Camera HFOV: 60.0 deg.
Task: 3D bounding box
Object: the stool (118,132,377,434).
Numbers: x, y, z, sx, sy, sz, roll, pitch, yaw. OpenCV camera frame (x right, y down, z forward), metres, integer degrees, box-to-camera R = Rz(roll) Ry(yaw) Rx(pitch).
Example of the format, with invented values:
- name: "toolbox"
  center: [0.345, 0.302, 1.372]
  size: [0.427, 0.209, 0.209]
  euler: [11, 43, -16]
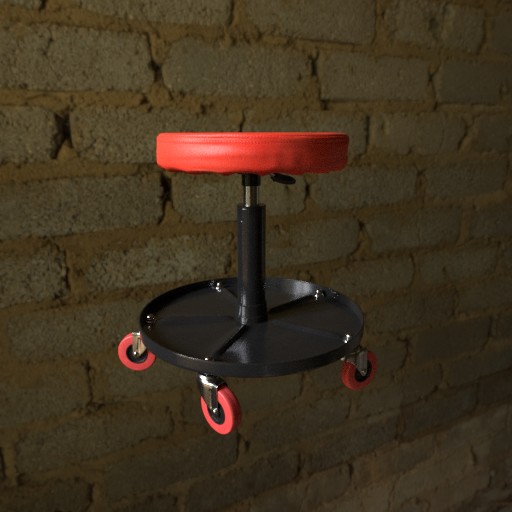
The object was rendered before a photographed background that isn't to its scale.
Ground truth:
- name: "stool"
  center: [0.000, 0.000, 0.683]
  size: [0.381, 0.365, 0.382]
  euler: [7, 17, 25]
